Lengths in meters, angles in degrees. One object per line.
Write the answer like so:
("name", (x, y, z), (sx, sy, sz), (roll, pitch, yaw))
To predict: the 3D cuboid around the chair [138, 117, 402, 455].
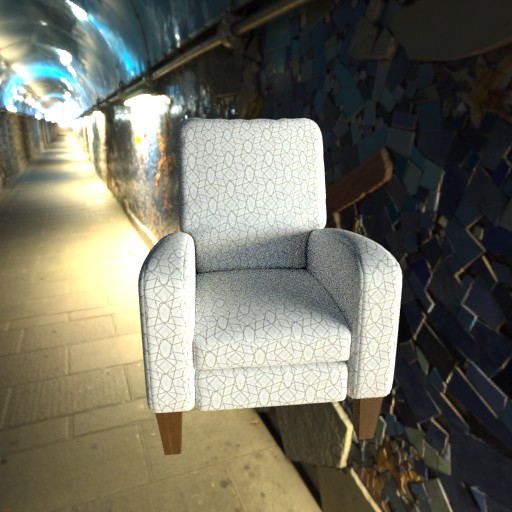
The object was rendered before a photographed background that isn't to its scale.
("chair", (0.000, 0.000, 1.772), (0.796, 1.064, 0.995), (-2, 17, -6))
